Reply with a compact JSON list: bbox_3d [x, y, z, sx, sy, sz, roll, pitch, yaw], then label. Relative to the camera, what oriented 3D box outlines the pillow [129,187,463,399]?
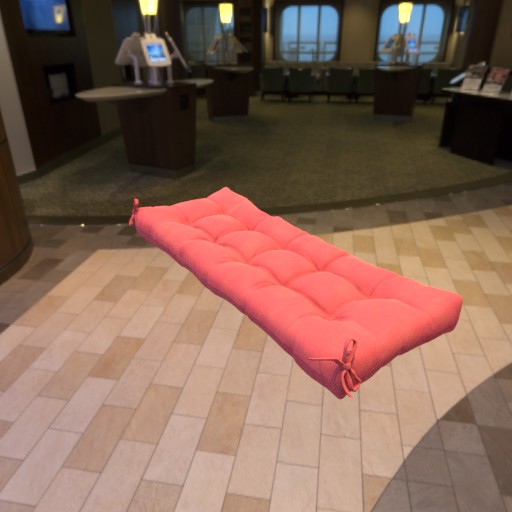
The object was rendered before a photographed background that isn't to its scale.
[{"bbox_3d":[0.000,0.000,1.418,0.511,0.174,1.194,-18,32,-32],"label":"pillow"}]
